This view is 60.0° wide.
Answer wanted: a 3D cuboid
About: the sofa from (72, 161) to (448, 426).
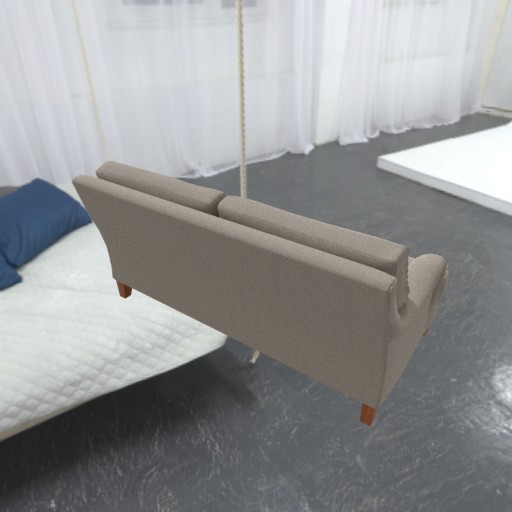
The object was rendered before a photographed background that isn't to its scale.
[{"bbox_3d":[0.000,0.000,2.845,2.160,1.054,1.087,20,36,31],"label":"sofa"}]
